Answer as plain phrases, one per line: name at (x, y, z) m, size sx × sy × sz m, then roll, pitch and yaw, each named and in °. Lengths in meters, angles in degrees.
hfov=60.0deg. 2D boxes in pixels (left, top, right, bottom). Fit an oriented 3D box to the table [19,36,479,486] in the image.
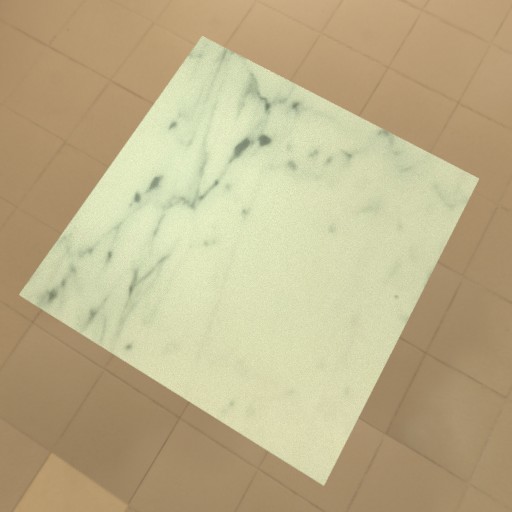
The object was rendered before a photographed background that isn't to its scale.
table at (0.000, 0.000, 1.272) m, size 0.800 × 0.450 × 0.800 m, roll 30°, pitch 79°, yaw 6°
